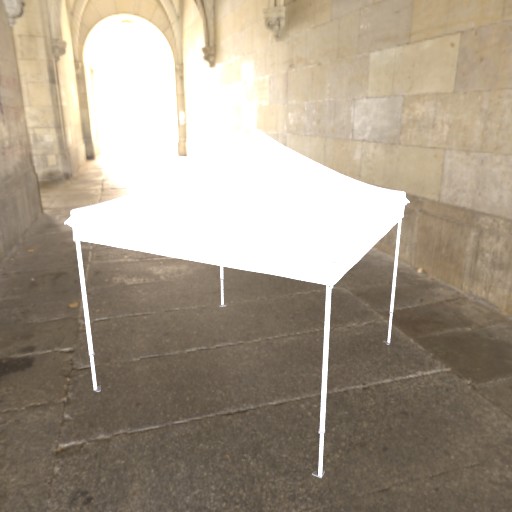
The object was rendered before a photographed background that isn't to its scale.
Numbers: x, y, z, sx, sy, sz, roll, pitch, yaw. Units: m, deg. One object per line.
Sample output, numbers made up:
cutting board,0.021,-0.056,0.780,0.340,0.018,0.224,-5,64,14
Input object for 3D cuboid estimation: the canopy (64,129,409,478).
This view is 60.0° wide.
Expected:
canopy,0.000,0.000,5.436,2.996,2.998,2.994,9,20,27
